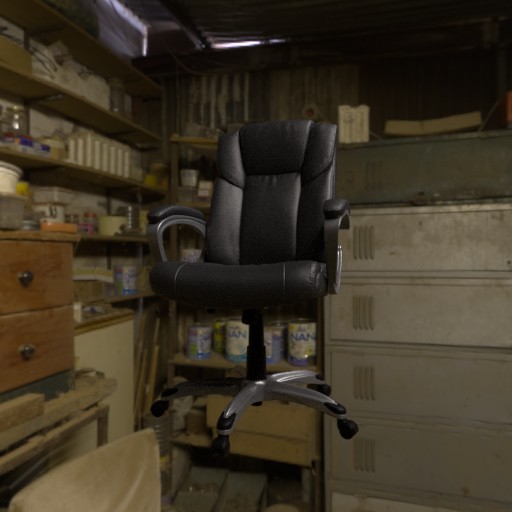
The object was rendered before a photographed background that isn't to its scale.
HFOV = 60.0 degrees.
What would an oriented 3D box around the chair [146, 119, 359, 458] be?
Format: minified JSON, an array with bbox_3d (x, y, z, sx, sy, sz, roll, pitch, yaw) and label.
[{"bbox_3d":[0.000,0.000,1.564,0.721,1.130,0.719,0,0,18],"label":"chair"}]
